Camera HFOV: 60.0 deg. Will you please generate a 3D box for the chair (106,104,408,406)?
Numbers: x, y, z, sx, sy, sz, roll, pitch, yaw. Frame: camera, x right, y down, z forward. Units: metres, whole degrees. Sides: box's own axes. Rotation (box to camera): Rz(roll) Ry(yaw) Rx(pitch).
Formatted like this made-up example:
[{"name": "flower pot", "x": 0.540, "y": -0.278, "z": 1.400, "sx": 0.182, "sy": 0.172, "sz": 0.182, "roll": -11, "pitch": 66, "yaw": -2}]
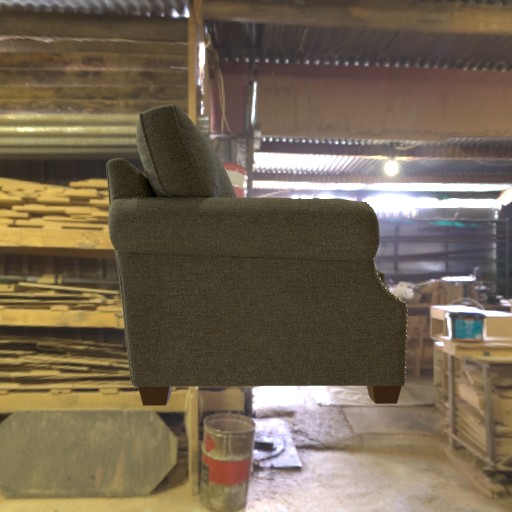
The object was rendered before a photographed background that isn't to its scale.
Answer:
[{"name": "chair", "x": 0.000, "y": 0.000, "z": 1.853, "sx": 0.965, "sy": 0.961, "sz": 1.092, "roll": 0, "pitch": -1, "yaw": -1}]
